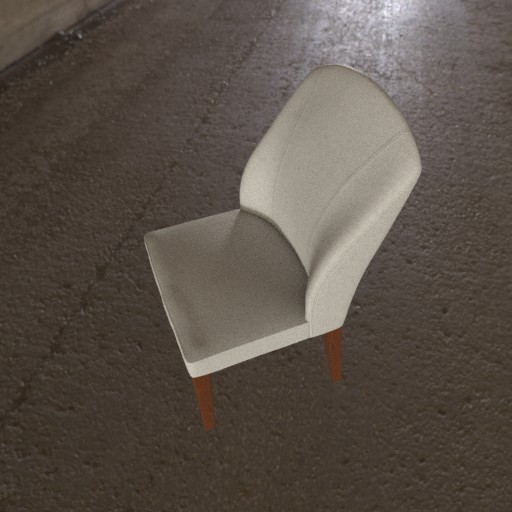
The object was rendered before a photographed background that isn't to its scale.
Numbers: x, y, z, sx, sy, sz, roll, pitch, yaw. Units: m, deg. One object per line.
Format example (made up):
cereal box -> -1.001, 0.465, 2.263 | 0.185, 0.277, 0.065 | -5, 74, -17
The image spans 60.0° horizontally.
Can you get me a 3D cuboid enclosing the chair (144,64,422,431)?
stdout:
chair -> 0.000, 0.000, 1.198 | 0.540, 0.893, 0.472 | -16, 48, -15
